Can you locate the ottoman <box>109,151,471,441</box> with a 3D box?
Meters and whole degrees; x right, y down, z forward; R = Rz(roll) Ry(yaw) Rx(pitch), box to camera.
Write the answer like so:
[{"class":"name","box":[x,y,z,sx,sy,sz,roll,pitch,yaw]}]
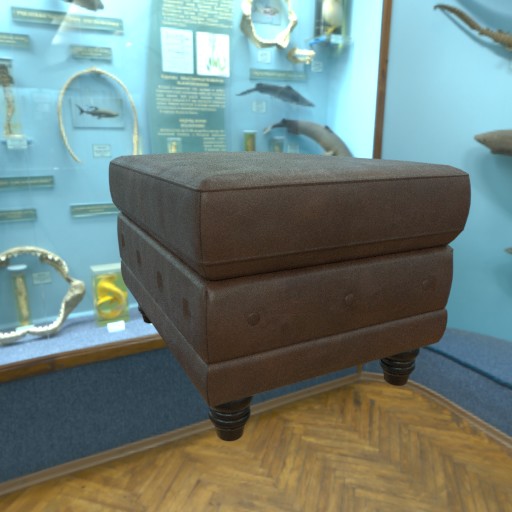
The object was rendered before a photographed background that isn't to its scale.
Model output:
[{"class":"ottoman","box":[0.000,0.000,1.146,0.588,0.509,0.795,-8,17,-26]}]
